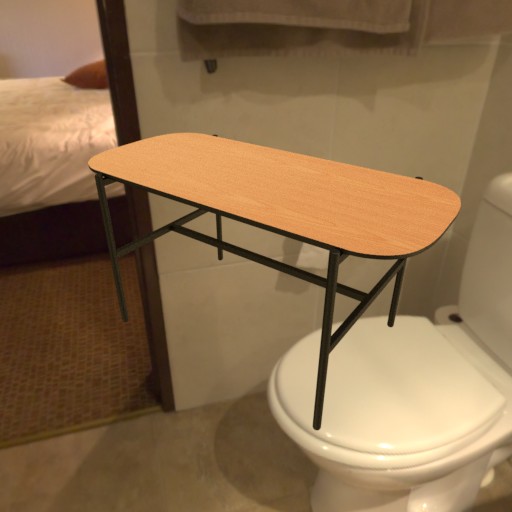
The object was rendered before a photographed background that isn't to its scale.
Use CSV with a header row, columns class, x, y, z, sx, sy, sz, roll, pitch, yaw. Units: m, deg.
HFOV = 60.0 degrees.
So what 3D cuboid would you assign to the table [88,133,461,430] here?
class,x,y,z,sx,sy,sz,roll,pitch,yaw
table,0.000,0.000,1.044,0.800,0.400,0.400,20,36,30
